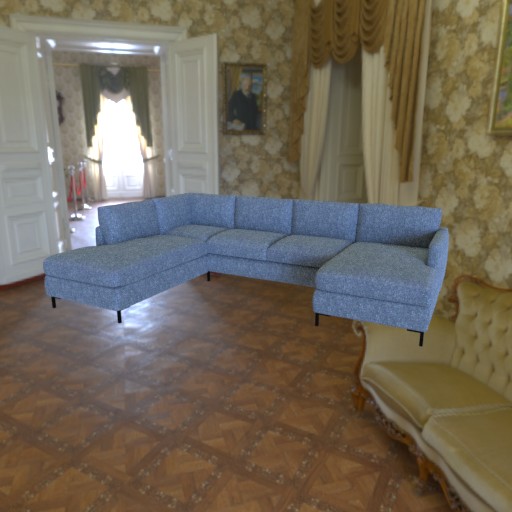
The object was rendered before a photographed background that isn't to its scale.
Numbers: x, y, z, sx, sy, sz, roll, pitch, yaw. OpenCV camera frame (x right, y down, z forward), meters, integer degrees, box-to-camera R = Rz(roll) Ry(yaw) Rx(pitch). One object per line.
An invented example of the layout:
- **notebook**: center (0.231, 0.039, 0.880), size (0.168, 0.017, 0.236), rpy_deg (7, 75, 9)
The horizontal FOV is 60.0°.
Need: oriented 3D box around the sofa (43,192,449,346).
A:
- **sofa**: center (0.000, 0.000, 3.560), size (2.737, 0.756, 1.879), rpy_deg (7, 16, 27)
